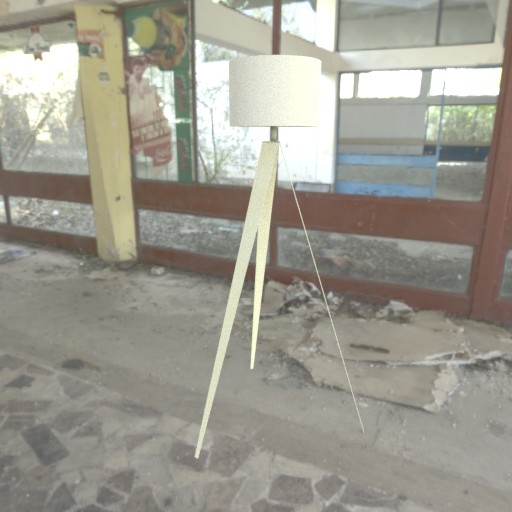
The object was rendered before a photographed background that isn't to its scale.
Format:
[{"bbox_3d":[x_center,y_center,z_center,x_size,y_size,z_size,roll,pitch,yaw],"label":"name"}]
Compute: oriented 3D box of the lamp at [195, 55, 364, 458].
[{"bbox_3d":[0.000,0.000,1.897,0.724,1.524,0.716,-8,17,-25],"label":"lamp"}]
